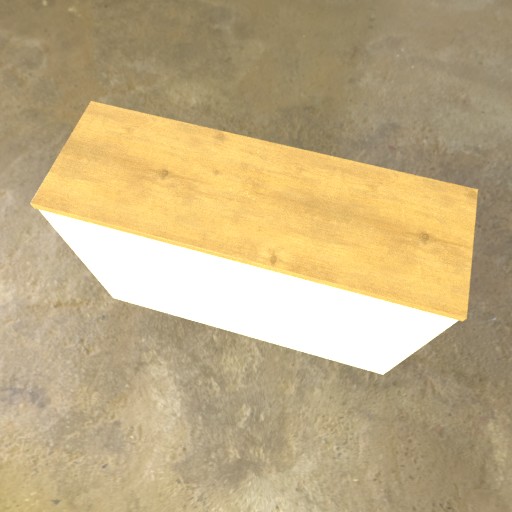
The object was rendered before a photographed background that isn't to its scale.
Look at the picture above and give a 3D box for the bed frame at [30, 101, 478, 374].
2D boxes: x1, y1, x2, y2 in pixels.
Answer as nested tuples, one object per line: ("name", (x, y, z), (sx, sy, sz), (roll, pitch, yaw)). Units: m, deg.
("bed frame", (0.000, 0.000, 1.735), (1.300, 0.850, 0.430), (15, 66, 7))
